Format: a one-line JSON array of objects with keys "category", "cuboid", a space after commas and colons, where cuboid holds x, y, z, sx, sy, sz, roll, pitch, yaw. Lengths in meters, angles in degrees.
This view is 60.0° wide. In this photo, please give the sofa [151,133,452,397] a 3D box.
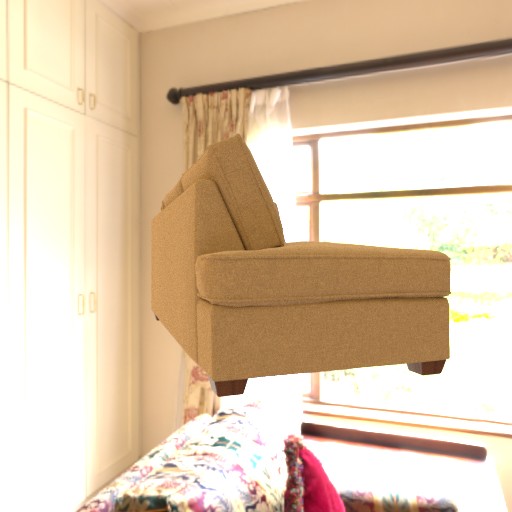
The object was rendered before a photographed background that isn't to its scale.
[{"category": "sofa", "cuboid": [0.000, 0.000, 2.776, 1.110, 1.033, 2.237, 0, 0, -19]}]
